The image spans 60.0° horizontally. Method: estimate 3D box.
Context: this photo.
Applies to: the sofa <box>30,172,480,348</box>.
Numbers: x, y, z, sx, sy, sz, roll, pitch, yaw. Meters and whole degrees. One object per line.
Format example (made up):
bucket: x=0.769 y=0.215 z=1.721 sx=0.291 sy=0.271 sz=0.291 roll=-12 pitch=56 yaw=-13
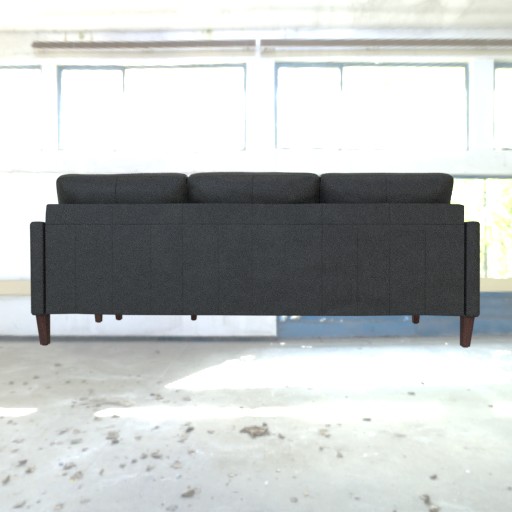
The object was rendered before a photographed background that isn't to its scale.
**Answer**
sofa: x=0.000 y=0.000 z=2.862 sx=2.178 sy=0.876 sz=1.497 roll=0 pitch=1 yaw=1
